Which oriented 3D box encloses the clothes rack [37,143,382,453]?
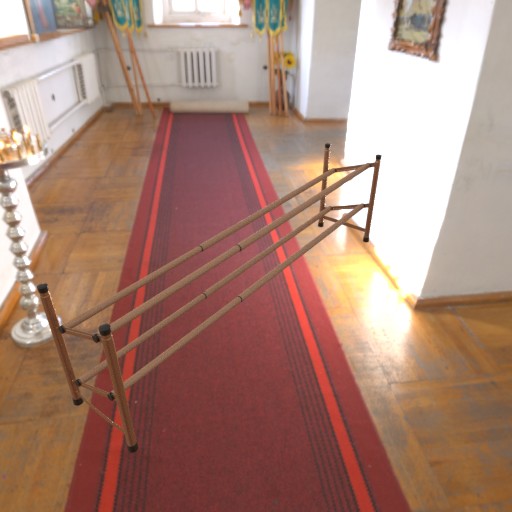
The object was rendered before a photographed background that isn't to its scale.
[{"bbox_3d":[0.000,0.000,1.316,0.229,0.349,1.168,22,38,31],"label":"clothes rack"}]
